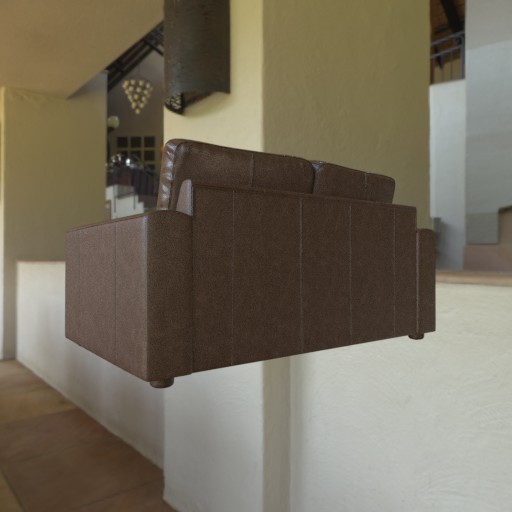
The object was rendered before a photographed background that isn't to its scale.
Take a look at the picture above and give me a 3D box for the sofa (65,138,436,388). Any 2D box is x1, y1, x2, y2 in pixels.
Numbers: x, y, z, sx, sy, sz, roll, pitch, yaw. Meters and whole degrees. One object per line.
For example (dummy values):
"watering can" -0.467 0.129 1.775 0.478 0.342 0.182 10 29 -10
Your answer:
"sofa" 0.000 0.000 2.249 1.616 0.873 1.016 0 0 -37
